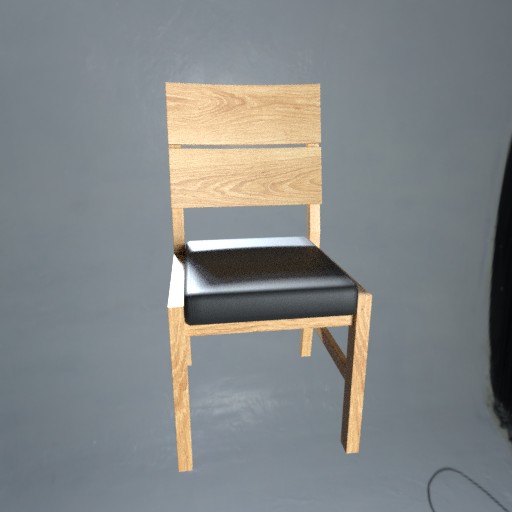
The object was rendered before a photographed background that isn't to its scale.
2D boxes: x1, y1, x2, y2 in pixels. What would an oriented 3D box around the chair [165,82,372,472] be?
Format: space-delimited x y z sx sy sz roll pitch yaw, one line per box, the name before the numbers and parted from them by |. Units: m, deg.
chair | 0.000 0.000 1.264 0.475 0.950 0.569 -3 18 -8
